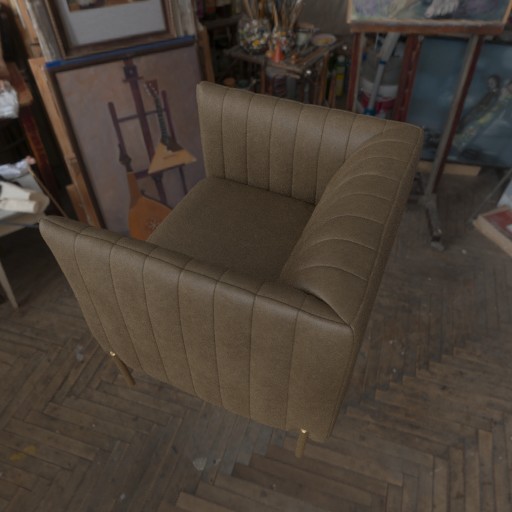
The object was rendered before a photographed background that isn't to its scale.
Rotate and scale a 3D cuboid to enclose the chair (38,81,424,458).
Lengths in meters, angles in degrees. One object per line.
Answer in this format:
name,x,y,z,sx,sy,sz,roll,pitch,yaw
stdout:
chair,0.000,0.000,1.587,0.876,0.779,0.981,18,49,16
